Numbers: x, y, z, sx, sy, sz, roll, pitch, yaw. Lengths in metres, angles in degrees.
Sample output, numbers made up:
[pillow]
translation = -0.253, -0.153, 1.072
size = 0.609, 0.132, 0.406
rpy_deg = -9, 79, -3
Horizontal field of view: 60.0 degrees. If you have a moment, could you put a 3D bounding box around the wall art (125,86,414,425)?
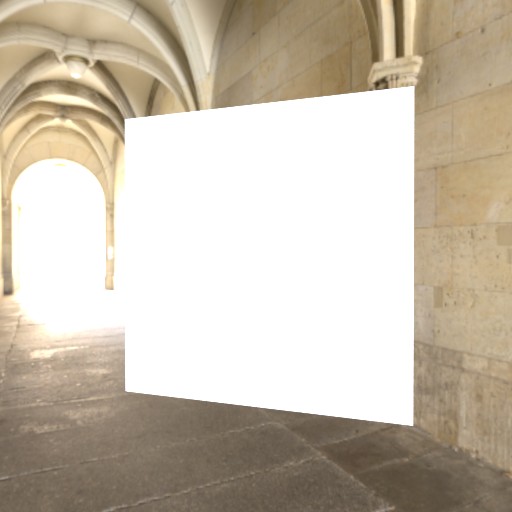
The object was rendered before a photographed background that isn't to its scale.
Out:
[wall art]
translation = 0.000, 0.000, 0.835
size = 0.559, 0.559, 0.028
rpy_deg = 0, 1, 19
